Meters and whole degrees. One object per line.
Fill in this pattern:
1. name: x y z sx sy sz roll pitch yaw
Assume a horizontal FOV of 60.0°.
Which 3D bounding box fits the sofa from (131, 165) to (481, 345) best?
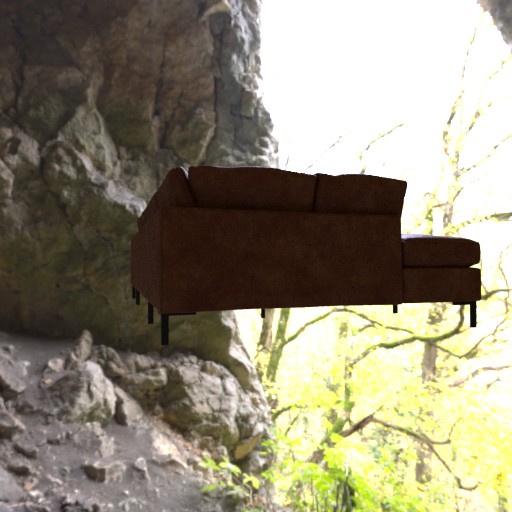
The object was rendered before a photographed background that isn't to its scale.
1. sofa: 0.000 0.000 3.778 1.939 0.900 2.956 0 -1 -18
